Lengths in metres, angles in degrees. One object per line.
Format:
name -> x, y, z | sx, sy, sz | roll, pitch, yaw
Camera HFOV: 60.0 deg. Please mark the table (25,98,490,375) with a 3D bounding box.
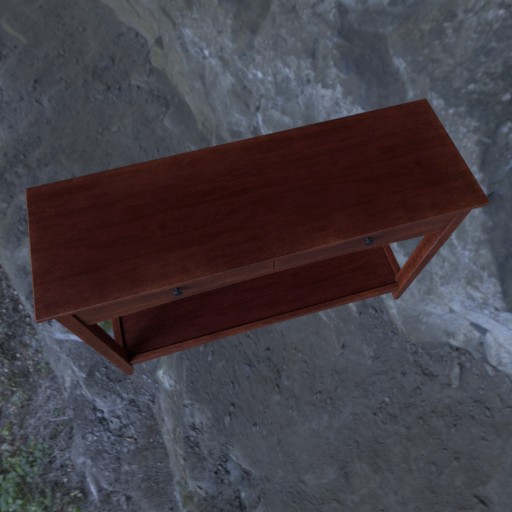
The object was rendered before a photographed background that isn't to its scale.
table -> 0.000, 0.000, 1.519 | 1.188, 0.739, 0.392 | -15, 65, -7
